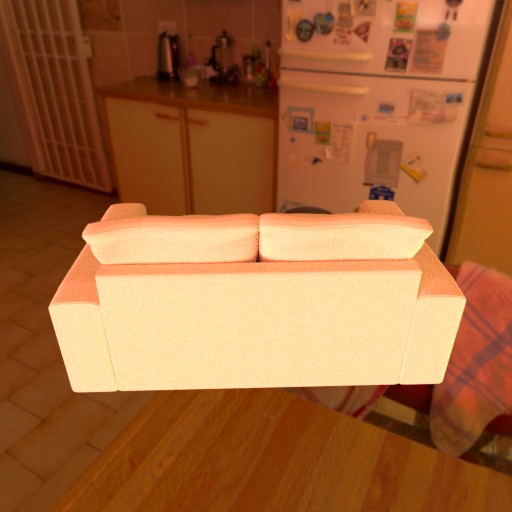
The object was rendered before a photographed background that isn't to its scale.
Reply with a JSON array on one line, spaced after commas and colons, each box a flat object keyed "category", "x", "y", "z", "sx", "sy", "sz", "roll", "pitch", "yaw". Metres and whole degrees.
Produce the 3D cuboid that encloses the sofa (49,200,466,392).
[{"category": "sofa", "x": 0.000, "y": 0.000, "z": 2.362, "sx": 1.754, "sy": 0.875, "sz": 1.091, "roll": -1, "pitch": 30, "yaw": -2}]
